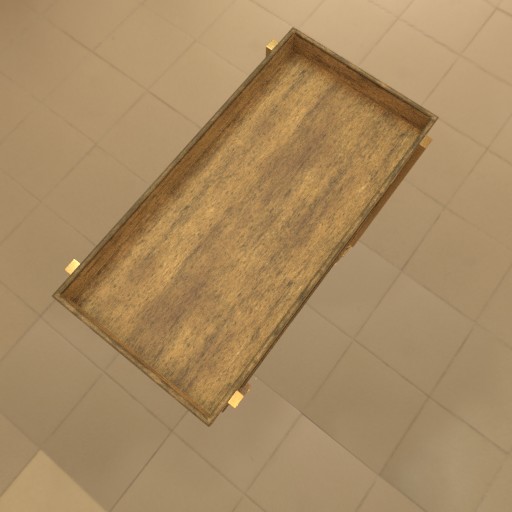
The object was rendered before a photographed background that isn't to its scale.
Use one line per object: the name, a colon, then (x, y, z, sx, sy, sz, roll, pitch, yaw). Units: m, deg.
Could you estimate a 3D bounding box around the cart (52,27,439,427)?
cart: (0.000, 0.000, 1.243, 0.416, 0.799, 0.750, 36, 78, 9)
